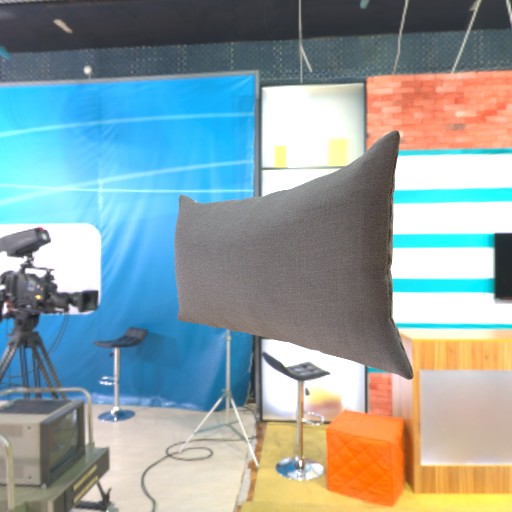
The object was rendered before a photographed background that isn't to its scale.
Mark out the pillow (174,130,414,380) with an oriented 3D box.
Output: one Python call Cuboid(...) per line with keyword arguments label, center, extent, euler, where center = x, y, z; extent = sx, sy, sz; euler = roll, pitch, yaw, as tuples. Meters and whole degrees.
Cuboid(label="pillow", center=(0.000, 0.000, 0.763), extent=(0.148, 0.290, 0.631), euler=(1, -1, -34))
